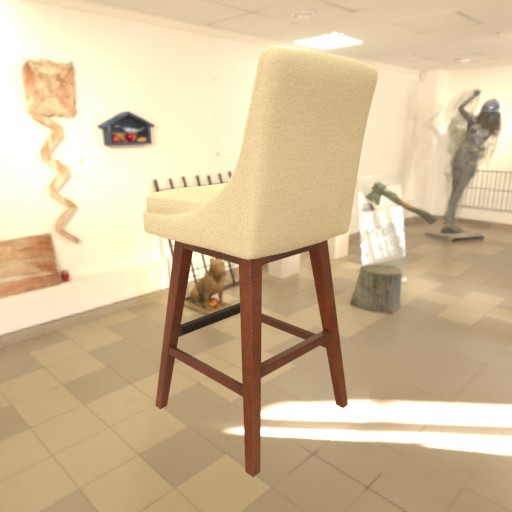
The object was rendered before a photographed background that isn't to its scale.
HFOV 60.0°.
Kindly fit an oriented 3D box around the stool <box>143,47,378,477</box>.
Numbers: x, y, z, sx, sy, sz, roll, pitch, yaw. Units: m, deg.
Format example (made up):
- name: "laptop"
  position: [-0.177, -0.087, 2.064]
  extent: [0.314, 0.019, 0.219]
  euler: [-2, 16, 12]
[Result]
- name: "stool"
  position: [0.000, 0.000, 1.379]
  extent: [0.559, 1.097, 0.470]
  euler: [15, 21, 42]
